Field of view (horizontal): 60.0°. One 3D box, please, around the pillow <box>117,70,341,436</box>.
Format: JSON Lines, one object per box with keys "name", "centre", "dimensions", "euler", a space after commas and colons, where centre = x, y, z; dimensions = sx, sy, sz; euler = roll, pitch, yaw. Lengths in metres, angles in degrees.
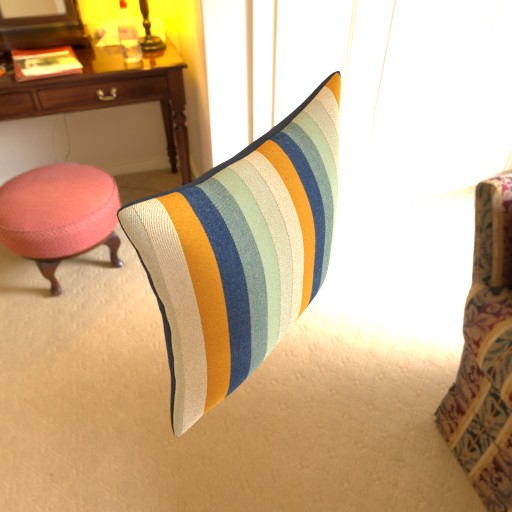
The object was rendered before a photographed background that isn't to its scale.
{"name": "pillow", "centre": [0.000, 0.000, 0.715], "dimensions": [0.173, 0.454, 0.463], "euler": [25, 47, 25]}
